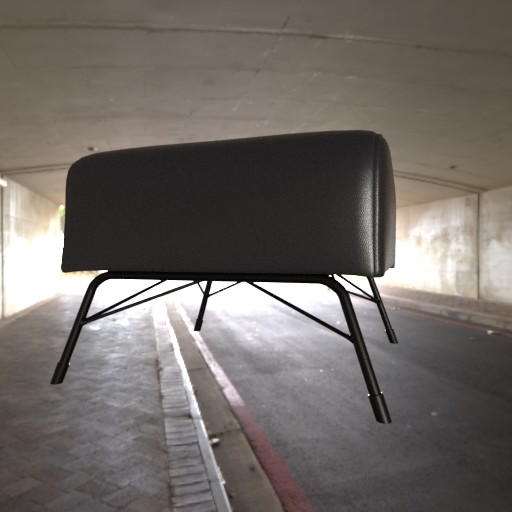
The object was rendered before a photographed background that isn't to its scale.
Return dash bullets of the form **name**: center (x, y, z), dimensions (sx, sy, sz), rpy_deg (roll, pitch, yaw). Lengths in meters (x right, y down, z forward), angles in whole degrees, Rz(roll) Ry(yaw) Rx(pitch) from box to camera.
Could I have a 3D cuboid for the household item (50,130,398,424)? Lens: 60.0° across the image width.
- **household item**: center (0.000, 0.000, 0.878), dimensions (0.530, 0.410, 0.530), rpy_deg (0, 0, 19)
